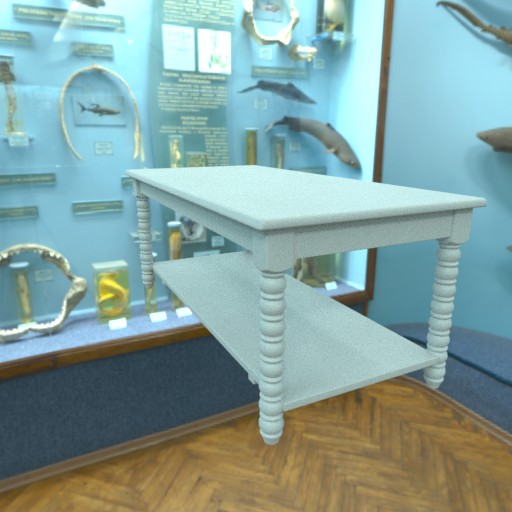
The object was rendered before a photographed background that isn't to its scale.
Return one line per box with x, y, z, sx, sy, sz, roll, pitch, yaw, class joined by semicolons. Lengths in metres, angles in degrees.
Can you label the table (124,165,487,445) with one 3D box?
0.000;0.000;1.431;0.580;0.487;1.171;-8;17;-26;table
